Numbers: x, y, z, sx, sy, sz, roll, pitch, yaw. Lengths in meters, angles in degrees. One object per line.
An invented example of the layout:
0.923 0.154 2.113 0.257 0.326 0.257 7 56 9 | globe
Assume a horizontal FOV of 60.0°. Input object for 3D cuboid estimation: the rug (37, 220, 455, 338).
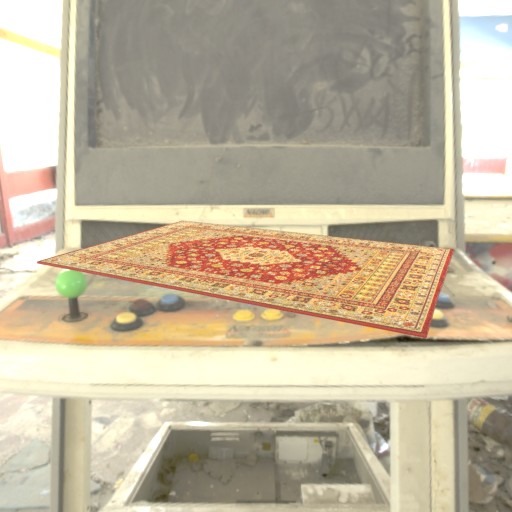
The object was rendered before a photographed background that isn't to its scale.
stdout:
0.000 0.000 2.278 1.802 0.013 1.194 8 17 26 | rug
